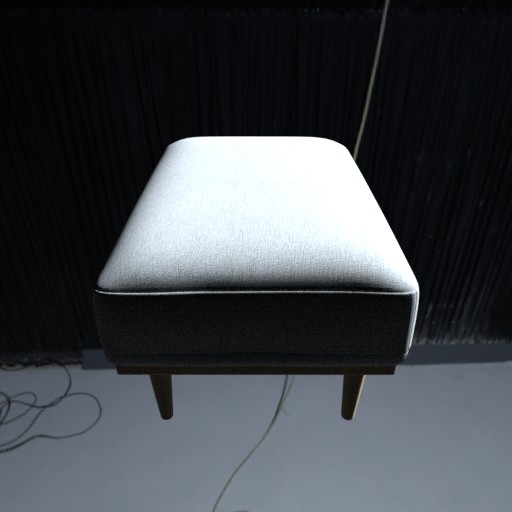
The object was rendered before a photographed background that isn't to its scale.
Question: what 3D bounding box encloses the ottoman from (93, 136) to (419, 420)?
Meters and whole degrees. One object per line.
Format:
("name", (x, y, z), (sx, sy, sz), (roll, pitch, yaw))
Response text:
("ottoman", (0.000, 0.000, 1.087), (0.549, 0.428, 0.749), (0, 32, 0))
